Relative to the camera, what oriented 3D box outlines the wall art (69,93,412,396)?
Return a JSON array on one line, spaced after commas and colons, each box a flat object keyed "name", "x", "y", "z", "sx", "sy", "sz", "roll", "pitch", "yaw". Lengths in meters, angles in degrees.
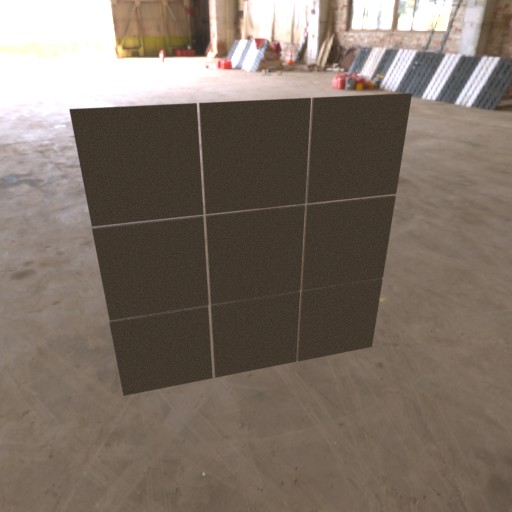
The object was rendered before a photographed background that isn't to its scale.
[{"name": "wall art", "x": 0.000, "y": 0.000, "z": 1.814, "sx": 1.216, "sy": 1.216, "sz": 0.013, "roll": -8, "pitch": 29, "yaw": -14}]
